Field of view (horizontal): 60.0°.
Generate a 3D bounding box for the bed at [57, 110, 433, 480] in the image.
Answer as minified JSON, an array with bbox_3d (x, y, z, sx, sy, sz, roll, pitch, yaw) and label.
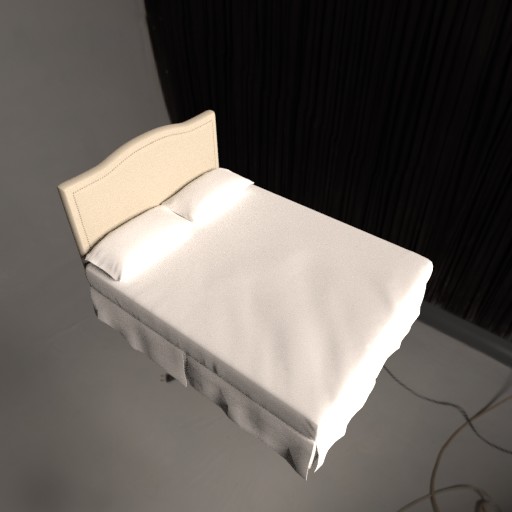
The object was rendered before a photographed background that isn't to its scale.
[{"bbox_3d":[0.000,0.000,3.663,2.477,1.437,1.977,27,49,27],"label":"bed"}]
